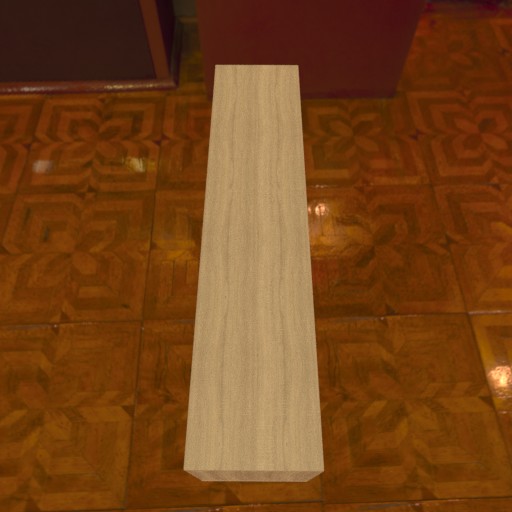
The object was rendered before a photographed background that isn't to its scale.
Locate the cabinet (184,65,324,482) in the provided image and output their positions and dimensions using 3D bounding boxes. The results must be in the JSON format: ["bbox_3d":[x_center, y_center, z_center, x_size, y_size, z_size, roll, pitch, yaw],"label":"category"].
[{"bbox_3d":[0.000,0.000,2.448,0.499,0.779,2.198,0,60,0],"label":"cabinet"}]
